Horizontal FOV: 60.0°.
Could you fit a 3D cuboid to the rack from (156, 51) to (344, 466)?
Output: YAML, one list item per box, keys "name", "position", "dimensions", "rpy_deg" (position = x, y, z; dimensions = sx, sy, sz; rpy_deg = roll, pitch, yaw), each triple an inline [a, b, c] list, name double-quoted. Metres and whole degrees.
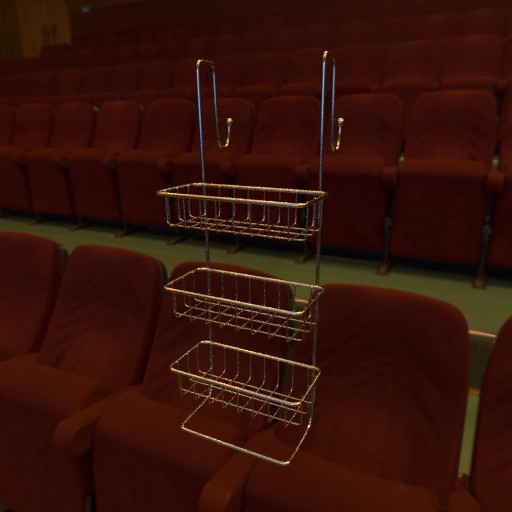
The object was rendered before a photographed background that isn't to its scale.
- name: "rack"
  position: [0.000, 0.000, 0.687]
  dimensions: [0.228, 0.574, 0.202]
  rpy_deg: [8, 19, 25]
